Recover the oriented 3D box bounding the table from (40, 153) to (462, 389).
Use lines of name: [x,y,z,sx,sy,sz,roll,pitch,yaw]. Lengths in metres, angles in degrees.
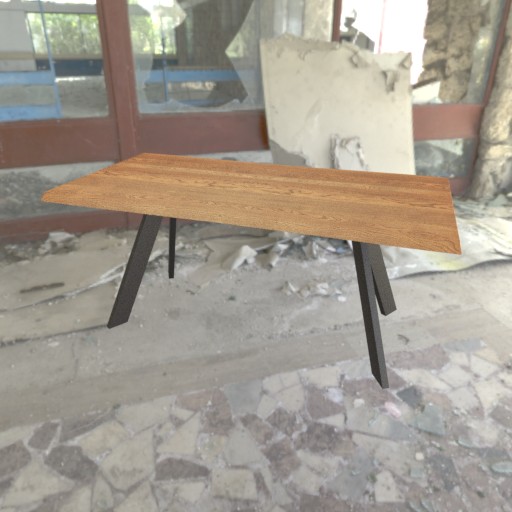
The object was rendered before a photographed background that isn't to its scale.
table: [0.000,0.000,2.318,1.800,0.770,0.900,8,27,17]
